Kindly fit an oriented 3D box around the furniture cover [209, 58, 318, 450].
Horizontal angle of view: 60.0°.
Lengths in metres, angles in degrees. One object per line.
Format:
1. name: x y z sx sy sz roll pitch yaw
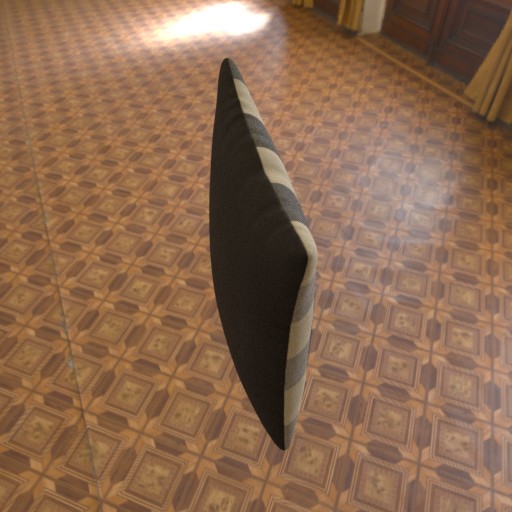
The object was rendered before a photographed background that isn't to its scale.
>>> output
1. furniture cover: 0.000 0.000 0.798 0.161 0.509 0.511 -9 46 -8
